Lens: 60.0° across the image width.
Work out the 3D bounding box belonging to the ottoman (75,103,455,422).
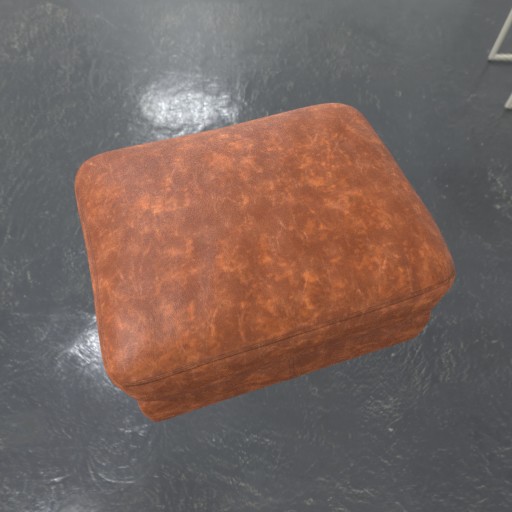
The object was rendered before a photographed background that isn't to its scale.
[{"bbox_3d":[0.000,0.000,1.233,0.832,0.562,0.657,-16,60,-9],"label":"ottoman"}]
